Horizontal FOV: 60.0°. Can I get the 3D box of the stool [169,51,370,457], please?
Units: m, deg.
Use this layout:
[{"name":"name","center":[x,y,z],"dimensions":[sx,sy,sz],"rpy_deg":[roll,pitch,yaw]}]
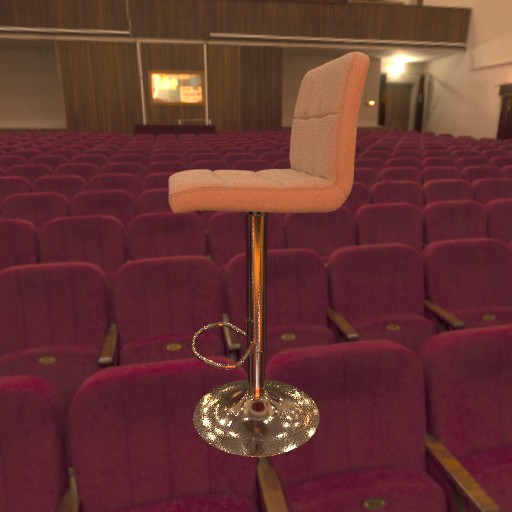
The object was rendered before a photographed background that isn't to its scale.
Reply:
[{"name":"stool","center":[0.000,0.000,1.356],"dimensions":[0.505,1.115,0.430],"rpy_deg":[-3,16,-10]}]
